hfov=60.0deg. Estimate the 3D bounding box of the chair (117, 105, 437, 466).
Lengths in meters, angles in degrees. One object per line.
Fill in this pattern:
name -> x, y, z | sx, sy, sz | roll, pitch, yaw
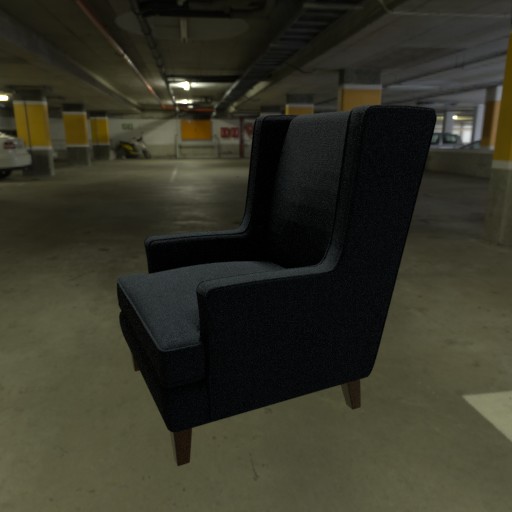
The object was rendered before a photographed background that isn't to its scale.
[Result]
chair -> 0.000, 0.000, 1.694 | 0.947, 1.072, 0.764 | -7, 16, -25
